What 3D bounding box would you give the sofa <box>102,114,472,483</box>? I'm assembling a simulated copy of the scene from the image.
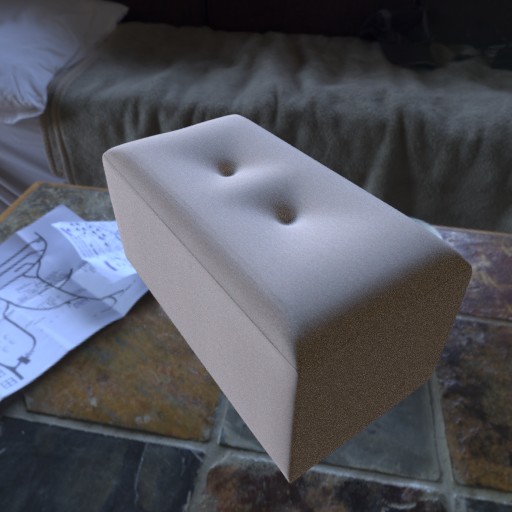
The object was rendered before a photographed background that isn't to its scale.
[{"bbox_3d":[0.000,0.000,1.202,0.480,0.470,0.930,-24,46,-26],"label":"sofa"}]
